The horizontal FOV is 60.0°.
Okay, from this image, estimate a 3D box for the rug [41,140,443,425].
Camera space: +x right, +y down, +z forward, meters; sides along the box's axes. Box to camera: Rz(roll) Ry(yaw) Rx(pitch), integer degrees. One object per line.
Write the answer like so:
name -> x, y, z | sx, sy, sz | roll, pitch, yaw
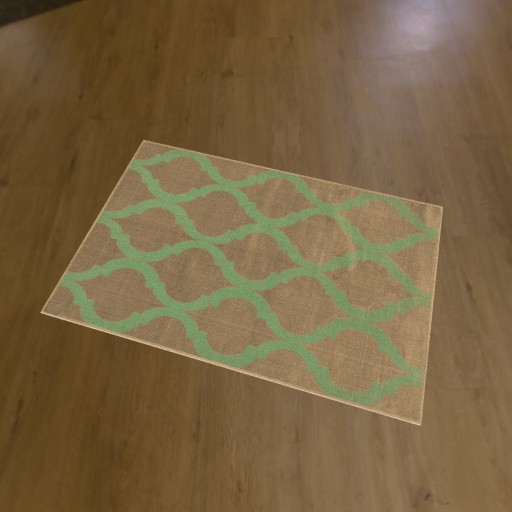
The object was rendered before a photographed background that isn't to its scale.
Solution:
rug -> 0.000, 0.000, 2.910 | 2.286, 0.006, 1.524 | 14, 60, 9
